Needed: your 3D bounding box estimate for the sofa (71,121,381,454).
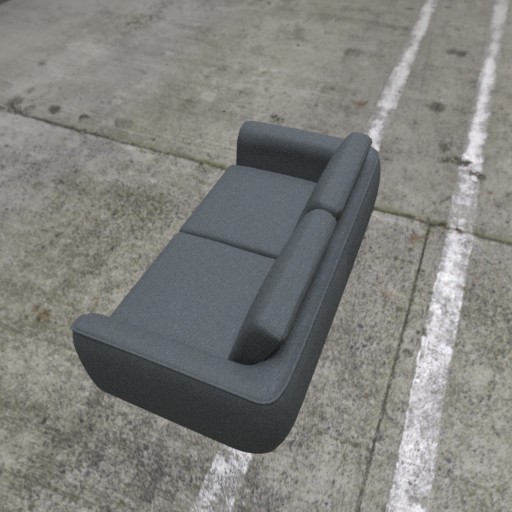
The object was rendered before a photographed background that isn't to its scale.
[{"bbox_3d":[0.000,0.000,2.219,0.920,0.850,1.700,17,49,16],"label":"sofa"}]
